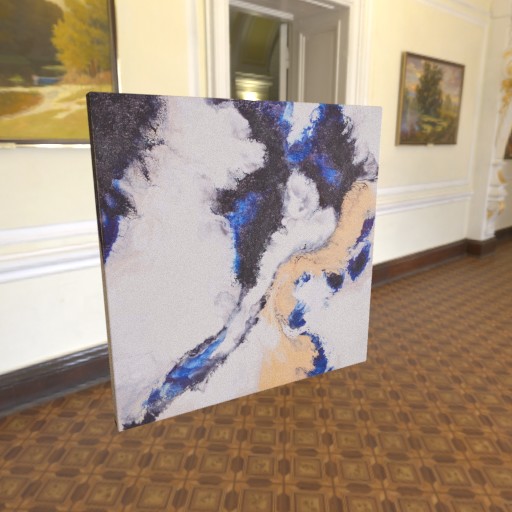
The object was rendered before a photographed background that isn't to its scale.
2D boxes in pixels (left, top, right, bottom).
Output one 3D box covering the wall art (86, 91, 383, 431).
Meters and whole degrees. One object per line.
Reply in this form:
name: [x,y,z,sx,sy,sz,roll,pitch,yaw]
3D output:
wall art: [0.000,0.000,0.918,0.609,0.609,0.039,-7,16,-27]
